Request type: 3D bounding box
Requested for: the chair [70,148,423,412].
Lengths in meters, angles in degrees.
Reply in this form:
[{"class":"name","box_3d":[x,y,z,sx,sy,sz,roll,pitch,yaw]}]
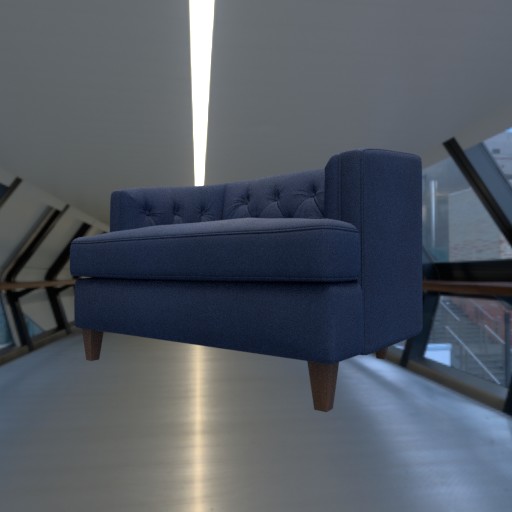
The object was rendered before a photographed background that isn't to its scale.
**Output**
[{"class":"chair","box_3d":[0.000,0.000,1.700,1.118,0.787,0.914,-1,-2,37]}]
